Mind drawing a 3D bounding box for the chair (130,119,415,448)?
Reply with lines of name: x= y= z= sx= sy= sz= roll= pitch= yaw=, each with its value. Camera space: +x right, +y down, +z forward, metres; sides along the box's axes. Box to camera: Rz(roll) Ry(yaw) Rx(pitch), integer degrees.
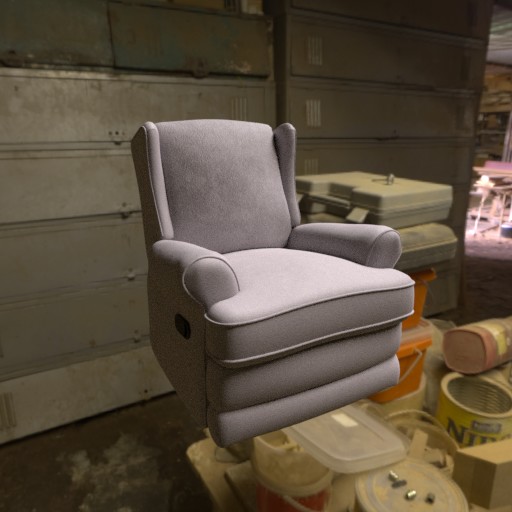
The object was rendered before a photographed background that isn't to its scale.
chair: x=0.000 y=0.000 z=1.691 sx=0.847 sy=1.011 sz=0.969 roll=-9 pitch=18 yaw=-28
